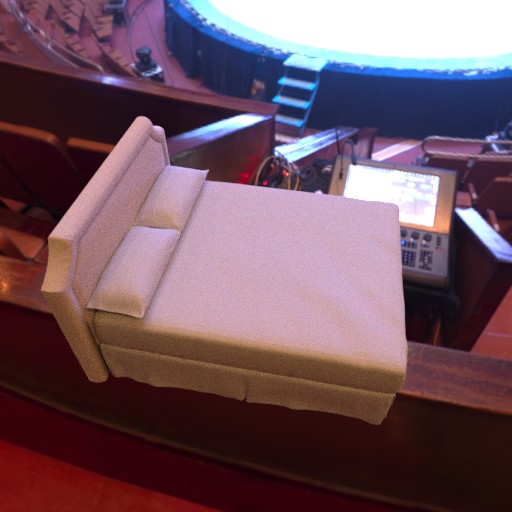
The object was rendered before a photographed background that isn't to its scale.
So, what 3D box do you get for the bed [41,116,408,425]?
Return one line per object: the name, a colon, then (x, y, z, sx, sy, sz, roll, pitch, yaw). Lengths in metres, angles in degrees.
bed: (0.000, 0.000, 3.281, 2.164, 1.297, 1.828, 8, 47, 7)
